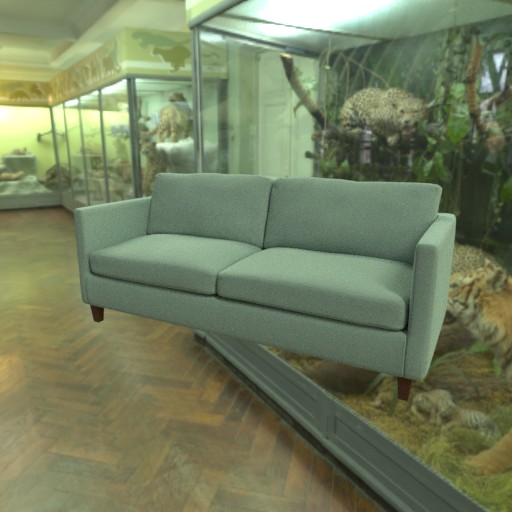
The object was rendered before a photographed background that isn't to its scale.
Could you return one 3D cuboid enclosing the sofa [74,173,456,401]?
[{"bbox_3d":[0.000,0.000,2.782,2.208,0.965,0.951,8,16,27],"label":"sofa"}]
